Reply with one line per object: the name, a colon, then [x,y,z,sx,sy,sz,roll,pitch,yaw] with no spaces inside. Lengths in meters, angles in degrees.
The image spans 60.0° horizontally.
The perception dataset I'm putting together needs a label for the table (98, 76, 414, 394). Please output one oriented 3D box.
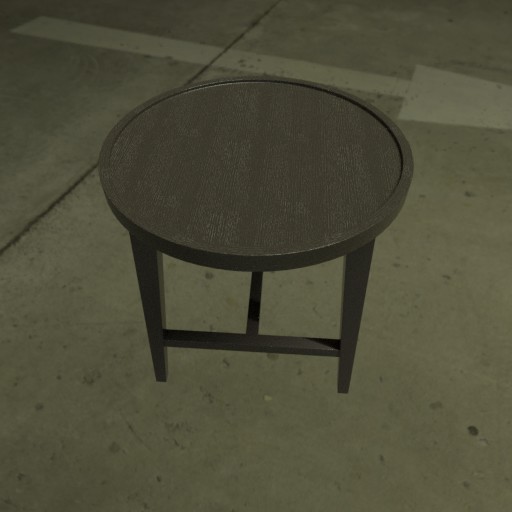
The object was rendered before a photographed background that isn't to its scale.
table: [0.000,0.000,0.915,0.500,0.531,0.500,0,47,0]
